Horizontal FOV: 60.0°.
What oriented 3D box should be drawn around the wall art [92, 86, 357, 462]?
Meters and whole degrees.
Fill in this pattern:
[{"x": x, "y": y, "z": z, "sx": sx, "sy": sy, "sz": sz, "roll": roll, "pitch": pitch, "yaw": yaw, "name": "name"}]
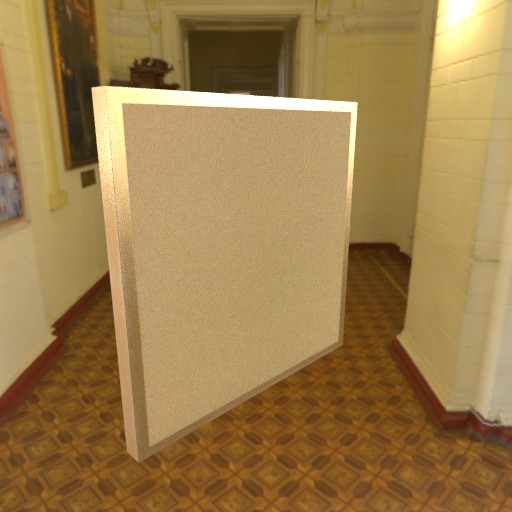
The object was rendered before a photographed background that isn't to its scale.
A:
[{"x": 0.000, "y": 0.000, "z": 0.751, "sx": 0.510, "sy": 0.509, "sz": 0.033, "roll": -16, "pitch": 22, "yaw": -43, "name": "wall art"}]
